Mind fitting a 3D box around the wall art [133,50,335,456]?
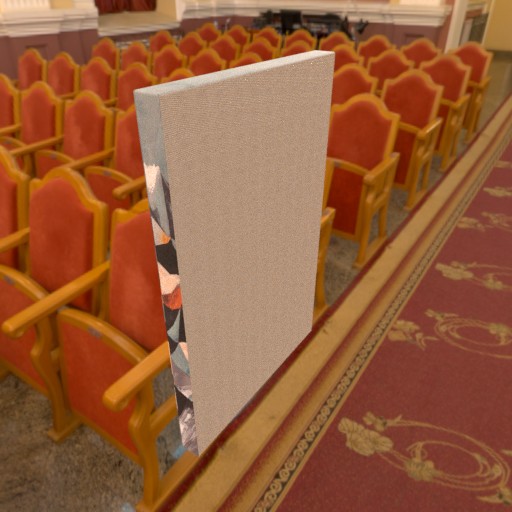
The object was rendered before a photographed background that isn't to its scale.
[{"bbox_3d":[0.000,0.000,1.147,0.061,0.911,0.609,20,37,29],"label":"wall art"}]
